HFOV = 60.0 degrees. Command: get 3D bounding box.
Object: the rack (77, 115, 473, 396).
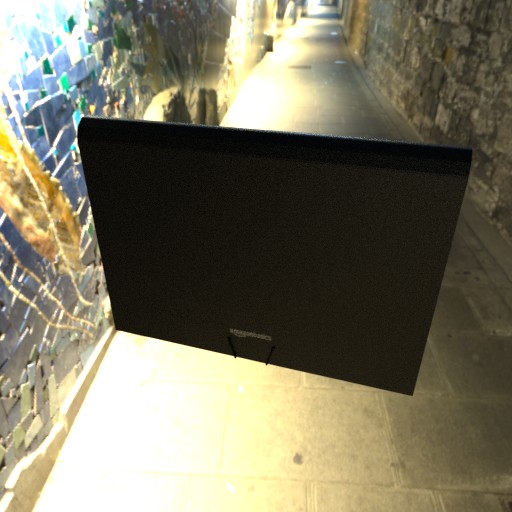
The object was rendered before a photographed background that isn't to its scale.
[{"bbox_3d":[0.000,0.000,0.427,0.330,0.241,0.041,9,32,15],"label":"rack"}]
